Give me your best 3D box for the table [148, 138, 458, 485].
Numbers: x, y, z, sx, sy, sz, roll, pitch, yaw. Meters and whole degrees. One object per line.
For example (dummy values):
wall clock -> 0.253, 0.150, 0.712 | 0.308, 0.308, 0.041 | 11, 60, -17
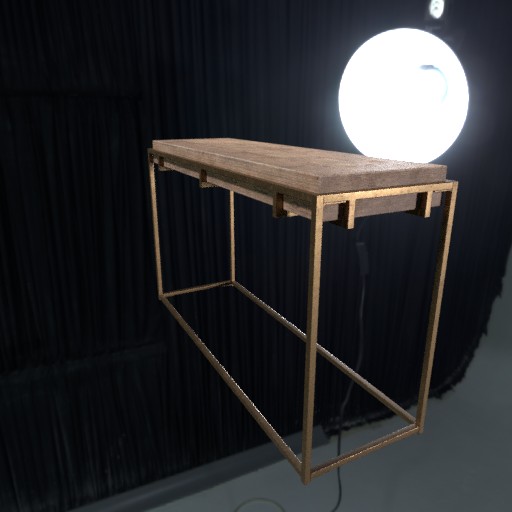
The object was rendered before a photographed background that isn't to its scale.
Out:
table -> 0.000, 0.000, 1.746 | 0.440, 0.820, 1.400 | -9, 20, -26
